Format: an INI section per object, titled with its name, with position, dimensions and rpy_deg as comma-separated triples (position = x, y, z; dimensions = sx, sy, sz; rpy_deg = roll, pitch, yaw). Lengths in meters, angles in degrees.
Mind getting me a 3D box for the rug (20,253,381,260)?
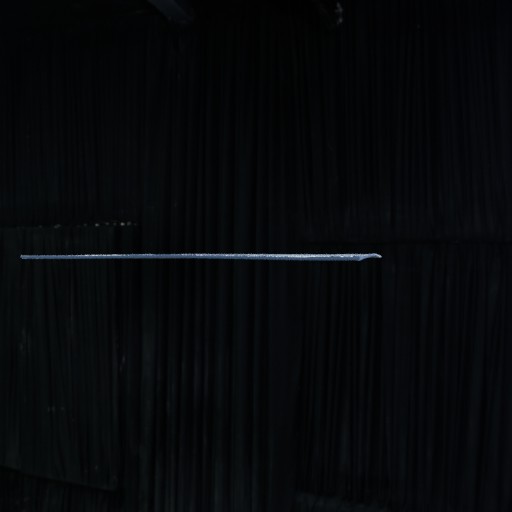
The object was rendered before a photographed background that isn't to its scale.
[rug]
position = 0.000, 0.000, 2.224
dimensions = 1.159, 0.025, 1.793
rpy_deg = 0, 0, 18
